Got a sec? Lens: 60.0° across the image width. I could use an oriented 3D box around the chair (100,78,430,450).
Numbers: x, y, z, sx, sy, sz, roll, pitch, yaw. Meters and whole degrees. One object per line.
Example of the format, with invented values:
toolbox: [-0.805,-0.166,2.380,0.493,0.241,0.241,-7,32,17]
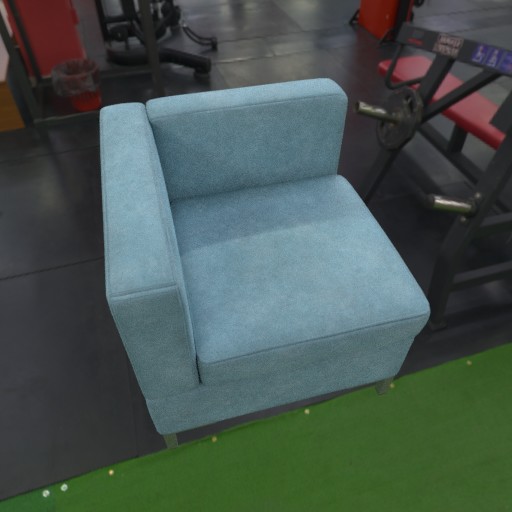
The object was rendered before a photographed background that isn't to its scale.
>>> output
chair: [0.000,0.000,1.209,0.684,0.660,0.691,-11,47,-10]
